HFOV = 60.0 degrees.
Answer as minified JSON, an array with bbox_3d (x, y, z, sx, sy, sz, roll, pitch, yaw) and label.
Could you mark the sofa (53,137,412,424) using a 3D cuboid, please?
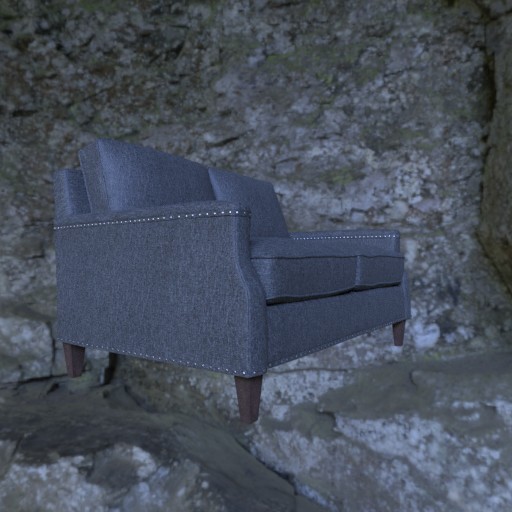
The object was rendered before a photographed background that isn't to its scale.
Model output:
[{"bbox_3d":[0.000,0.000,2.183,1.084,1.003,1.597,0,-1,35],"label":"sofa"}]
